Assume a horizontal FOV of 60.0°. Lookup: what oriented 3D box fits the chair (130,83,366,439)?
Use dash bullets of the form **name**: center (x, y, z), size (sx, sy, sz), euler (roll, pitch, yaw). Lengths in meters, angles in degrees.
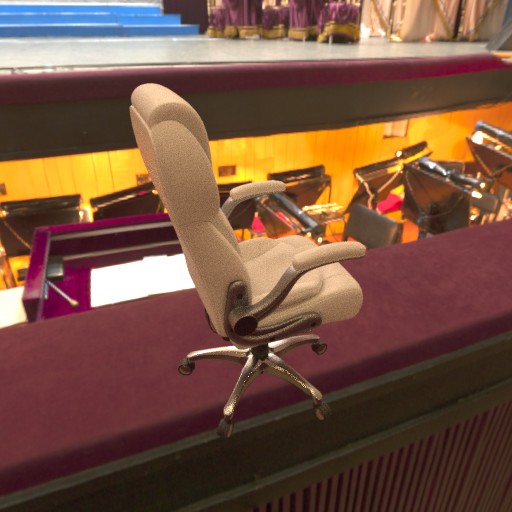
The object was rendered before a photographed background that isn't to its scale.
- **chair**: center (0.000, 0.000, 1.816), size (0.806, 1.330, 0.755), euler (-11, 31, -18)
